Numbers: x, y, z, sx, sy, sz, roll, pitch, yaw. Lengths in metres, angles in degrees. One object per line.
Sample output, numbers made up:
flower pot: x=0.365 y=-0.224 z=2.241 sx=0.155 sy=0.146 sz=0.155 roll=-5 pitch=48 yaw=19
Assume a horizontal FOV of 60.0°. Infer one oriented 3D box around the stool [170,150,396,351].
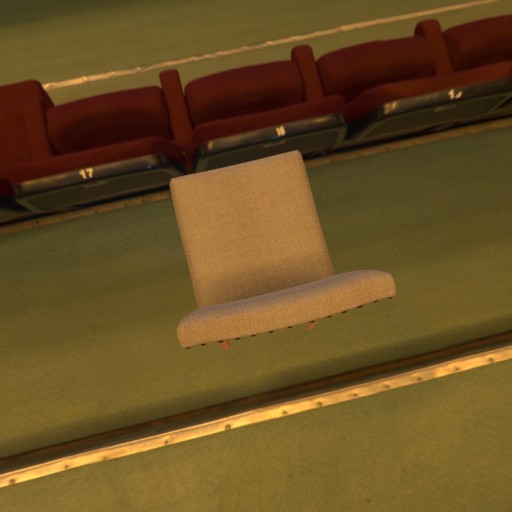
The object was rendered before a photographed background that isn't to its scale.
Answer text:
stool: x=0.000 y=0.000 z=1.478 sx=0.445 sy=1.173 sz=0.585 roll=-13 pitch=76 yaw=-3
